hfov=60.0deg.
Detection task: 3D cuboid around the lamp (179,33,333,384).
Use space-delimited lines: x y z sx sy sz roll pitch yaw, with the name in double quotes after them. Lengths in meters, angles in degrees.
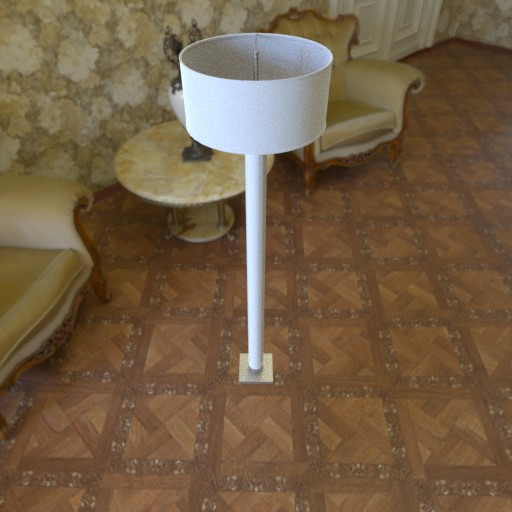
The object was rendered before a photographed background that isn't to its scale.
0.000 0.000 1.686 0.420 1.475 0.420 0 41 0 "lamp"
